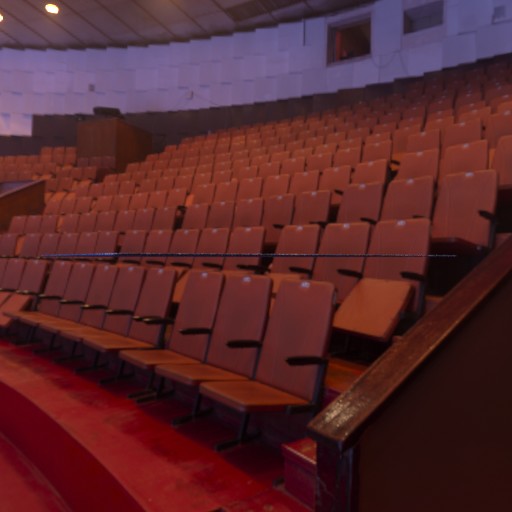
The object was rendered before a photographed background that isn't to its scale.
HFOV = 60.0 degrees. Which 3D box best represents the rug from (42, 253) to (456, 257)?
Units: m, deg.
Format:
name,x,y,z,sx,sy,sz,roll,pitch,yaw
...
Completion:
name,x,y,z,sx,sy,sz,roll,pitch,yaw
rug,0.000,0.000,2.226,1.795,0.008,1.102,0,0,-36
